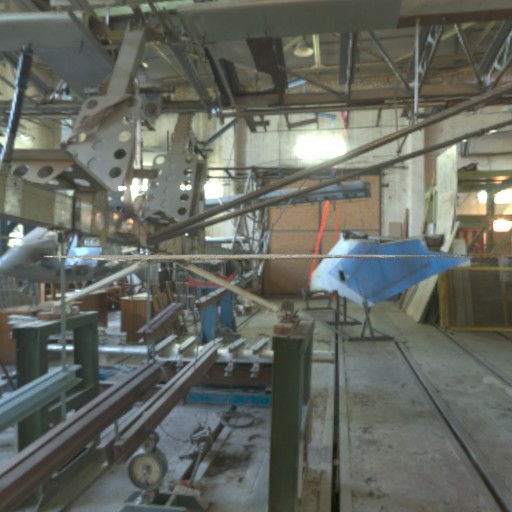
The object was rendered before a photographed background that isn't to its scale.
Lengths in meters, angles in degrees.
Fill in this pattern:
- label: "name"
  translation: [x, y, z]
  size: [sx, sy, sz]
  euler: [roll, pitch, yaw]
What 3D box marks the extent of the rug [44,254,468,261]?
- label: "rug"
  translation: [0.000, 0.000, 2.715]
  size: [2.135, 0.013, 1.524]
  euler: [0, 1, -35]
